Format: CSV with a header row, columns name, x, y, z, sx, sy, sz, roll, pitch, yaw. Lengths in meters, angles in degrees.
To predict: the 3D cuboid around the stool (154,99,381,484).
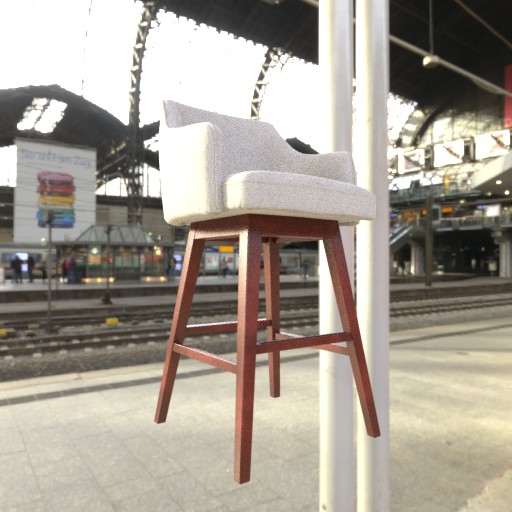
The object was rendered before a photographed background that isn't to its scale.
name,x,y,z,sx,sy,sz,roll,pitch,yaw
stool,0.000,0.000,1.334,0.548,1.012,0.558,1,-1,-36
